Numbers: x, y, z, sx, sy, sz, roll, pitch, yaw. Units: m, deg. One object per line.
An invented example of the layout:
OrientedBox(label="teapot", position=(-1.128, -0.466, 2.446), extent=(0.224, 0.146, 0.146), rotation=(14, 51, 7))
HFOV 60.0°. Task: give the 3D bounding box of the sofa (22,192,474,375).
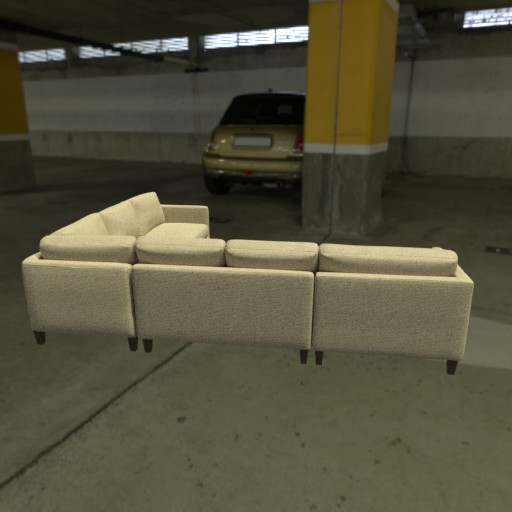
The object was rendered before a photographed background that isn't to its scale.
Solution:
OrientedBox(label="sofa", position=(0.000, 0.000, 4.559), extent=(3.460, 0.959, 2.593), rotation=(2, 17, 8))
